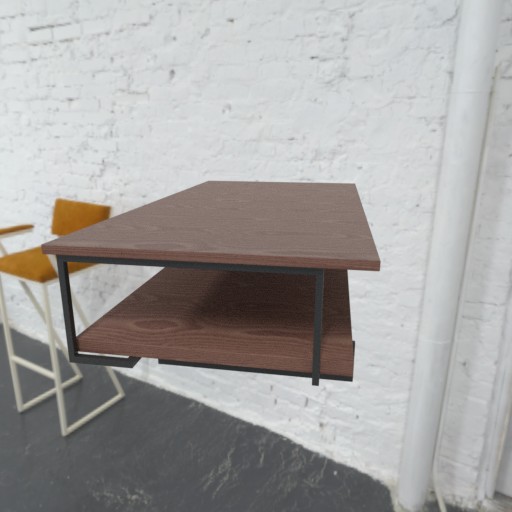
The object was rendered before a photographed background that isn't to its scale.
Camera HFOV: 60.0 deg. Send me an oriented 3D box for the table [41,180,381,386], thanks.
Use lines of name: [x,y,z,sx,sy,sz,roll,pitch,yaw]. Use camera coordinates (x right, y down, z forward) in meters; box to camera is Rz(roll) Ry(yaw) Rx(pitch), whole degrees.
table: [0.000,0.000,1.434,0.651,0.347,1.197,3,16,10]
